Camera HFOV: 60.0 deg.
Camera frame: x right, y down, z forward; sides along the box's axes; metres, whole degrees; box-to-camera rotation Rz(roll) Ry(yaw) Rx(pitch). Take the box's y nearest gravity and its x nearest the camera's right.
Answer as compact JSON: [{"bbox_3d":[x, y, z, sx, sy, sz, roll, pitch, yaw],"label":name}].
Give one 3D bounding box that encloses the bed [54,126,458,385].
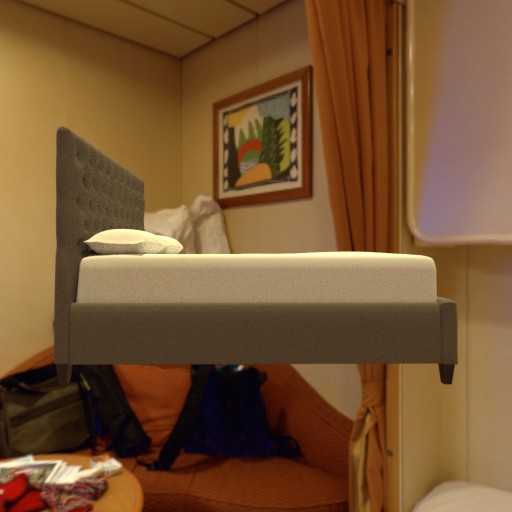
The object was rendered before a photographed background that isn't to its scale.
[{"bbox_3d":[0.000,0.000,3.265,2.233,1.426,1.696,0,0,0],"label":"bed"}]
